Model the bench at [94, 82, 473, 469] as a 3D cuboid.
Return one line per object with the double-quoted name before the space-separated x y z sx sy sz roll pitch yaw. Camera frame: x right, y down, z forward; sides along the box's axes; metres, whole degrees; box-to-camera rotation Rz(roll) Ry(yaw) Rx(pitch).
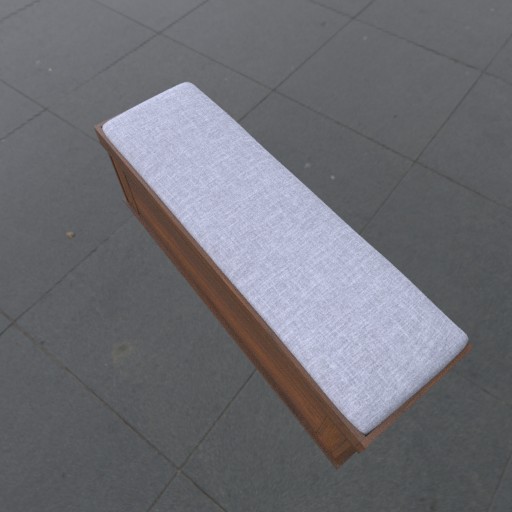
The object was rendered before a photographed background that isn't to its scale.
"bench" 0.000 0.000 1.380 0.367 0.468 1.196 -34 64 -19
